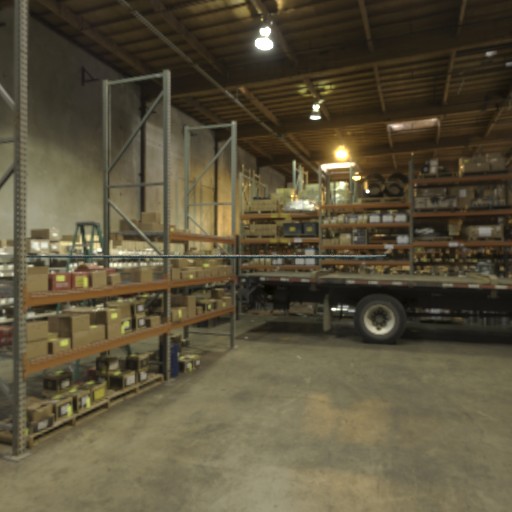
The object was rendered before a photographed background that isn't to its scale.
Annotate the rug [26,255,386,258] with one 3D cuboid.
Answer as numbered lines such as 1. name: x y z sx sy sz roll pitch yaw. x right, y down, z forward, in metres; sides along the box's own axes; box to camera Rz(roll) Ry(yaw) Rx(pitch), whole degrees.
1. rug: 0.000 0.000 3.041 1.622 0.009 2.373 0 0 19
